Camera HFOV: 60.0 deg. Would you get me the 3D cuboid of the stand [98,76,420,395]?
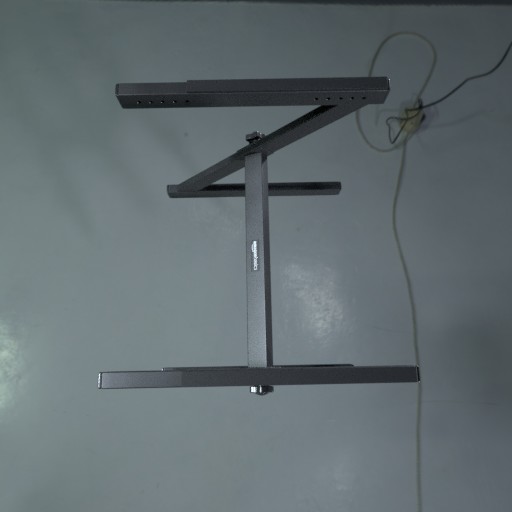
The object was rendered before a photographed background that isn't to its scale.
[{"bbox_3d":[0.000,0.000,1.163,0.586,0.617,0.700,-1,77,0],"label":"stand"}]
